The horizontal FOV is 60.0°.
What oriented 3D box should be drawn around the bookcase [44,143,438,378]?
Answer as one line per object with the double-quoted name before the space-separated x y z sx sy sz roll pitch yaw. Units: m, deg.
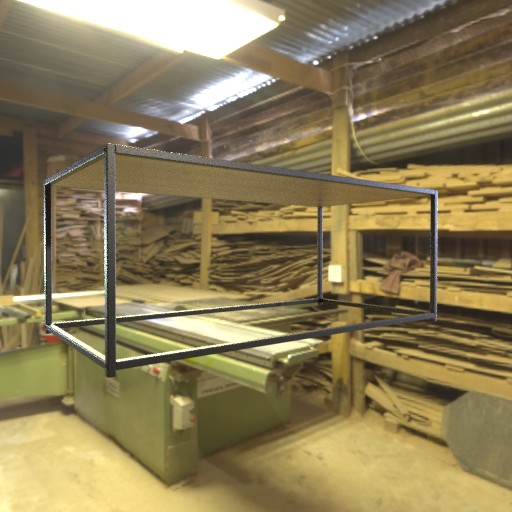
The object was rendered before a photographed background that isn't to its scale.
"bookcase" 0.000 0.000 1.249 1.000 0.400 0.500 -1 1 -37
